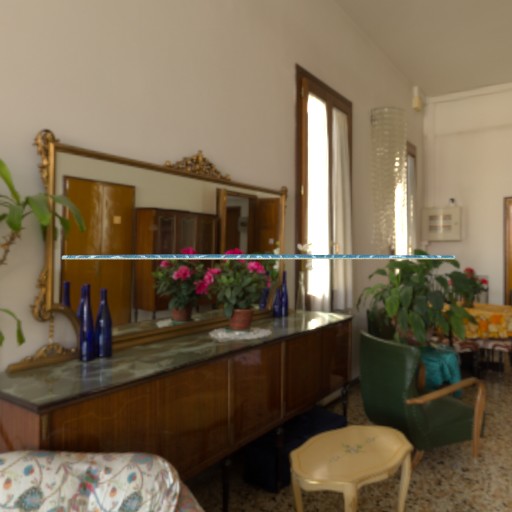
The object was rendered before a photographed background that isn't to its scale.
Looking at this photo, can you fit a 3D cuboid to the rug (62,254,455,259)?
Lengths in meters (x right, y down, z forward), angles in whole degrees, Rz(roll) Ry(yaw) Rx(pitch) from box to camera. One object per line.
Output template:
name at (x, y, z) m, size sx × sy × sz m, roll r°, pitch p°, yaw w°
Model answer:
rug at (0.000, 0.000, 2.806) m, size 1.543 × 0.015 × 2.144 m, roll 0°, pitch 0°, yaw -1°
